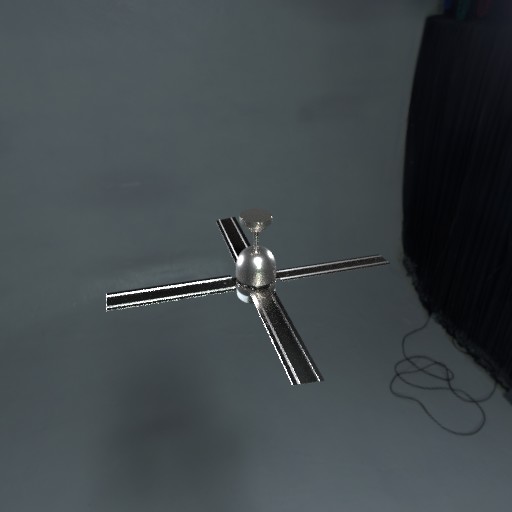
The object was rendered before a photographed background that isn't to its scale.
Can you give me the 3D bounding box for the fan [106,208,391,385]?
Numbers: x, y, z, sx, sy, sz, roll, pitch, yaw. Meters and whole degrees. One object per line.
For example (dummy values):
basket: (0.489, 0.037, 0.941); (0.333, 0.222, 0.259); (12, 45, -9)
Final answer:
fan: (0.000, 0.000, 2.011); (1.346, 0.406, 1.346); (-9, 32, -15)
